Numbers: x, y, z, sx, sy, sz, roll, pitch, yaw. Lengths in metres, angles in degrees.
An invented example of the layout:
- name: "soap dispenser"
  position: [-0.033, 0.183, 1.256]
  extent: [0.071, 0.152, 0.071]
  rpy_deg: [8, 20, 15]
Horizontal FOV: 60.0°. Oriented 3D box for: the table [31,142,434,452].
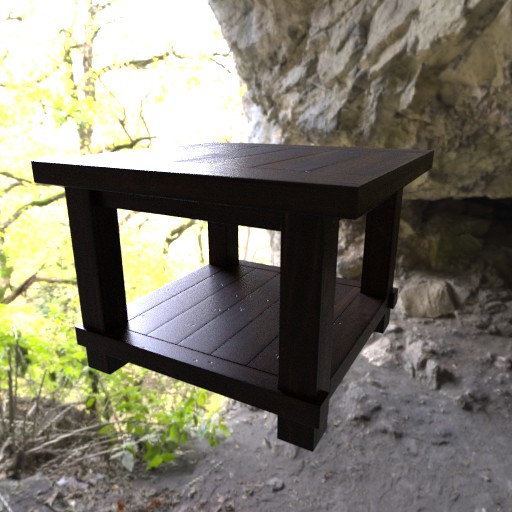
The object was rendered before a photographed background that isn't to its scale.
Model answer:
- name: "table"
  position: [0.000, 0.000, 0.977]
  extent: [0.606, 0.437, 0.593]
  rpy_deg: [10, 21, 27]
